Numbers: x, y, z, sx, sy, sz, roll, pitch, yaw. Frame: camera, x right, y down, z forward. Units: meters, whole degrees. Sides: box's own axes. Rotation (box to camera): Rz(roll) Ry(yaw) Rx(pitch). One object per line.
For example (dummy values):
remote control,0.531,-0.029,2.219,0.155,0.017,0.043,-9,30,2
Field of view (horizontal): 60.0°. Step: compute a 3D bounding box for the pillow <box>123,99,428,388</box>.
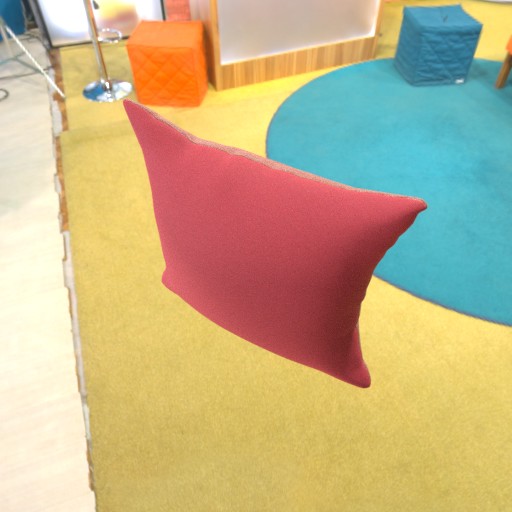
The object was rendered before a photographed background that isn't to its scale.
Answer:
pillow,0.000,0.000,0.854,0.559,0.501,0.229,24,51,21
